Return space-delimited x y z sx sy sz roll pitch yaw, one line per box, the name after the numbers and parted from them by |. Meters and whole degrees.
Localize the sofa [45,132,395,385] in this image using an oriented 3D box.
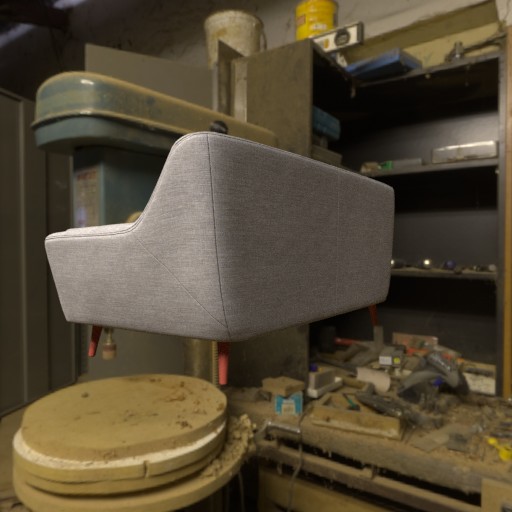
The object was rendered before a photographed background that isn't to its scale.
0.000 0.000 2.417 0.976 0.897 1.930 1 2 36 | sofa
